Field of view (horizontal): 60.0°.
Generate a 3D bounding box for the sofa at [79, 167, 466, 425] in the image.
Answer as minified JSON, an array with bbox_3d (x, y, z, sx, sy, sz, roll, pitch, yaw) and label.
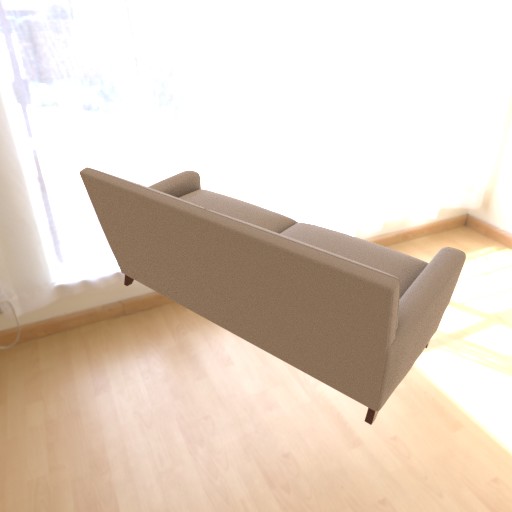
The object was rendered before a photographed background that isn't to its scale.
[{"bbox_3d":[0.000,0.000,2.506,2.000,0.846,0.875,22,36,33],"label":"sofa"}]
